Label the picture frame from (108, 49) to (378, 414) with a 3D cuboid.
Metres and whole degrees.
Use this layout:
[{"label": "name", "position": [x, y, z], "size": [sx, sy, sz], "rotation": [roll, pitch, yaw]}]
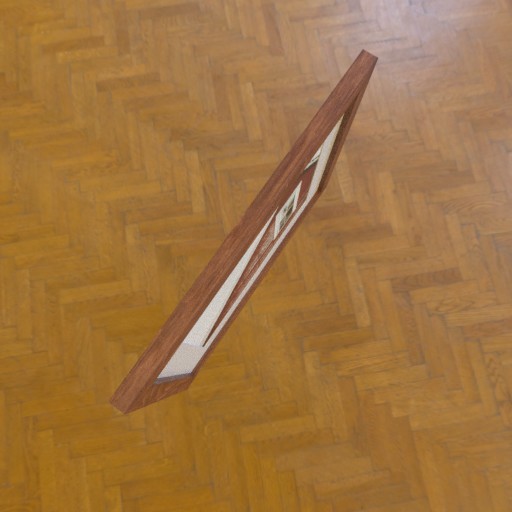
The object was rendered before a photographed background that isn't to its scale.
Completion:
[{"label": "picture frame", "position": [0.000, 0.000, 0.776], "size": [0.025, 0.457, 0.559], "rotation": [34, 79, 8]}]
